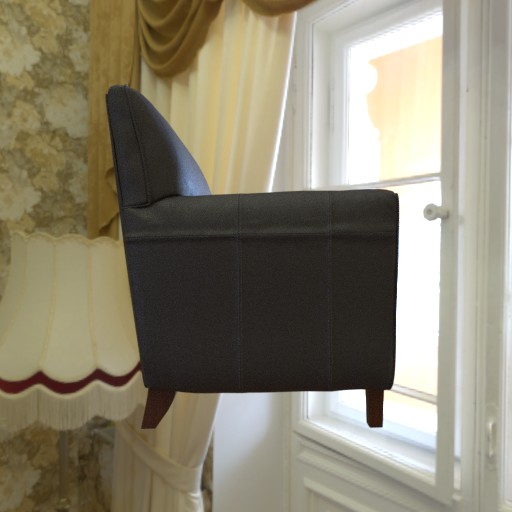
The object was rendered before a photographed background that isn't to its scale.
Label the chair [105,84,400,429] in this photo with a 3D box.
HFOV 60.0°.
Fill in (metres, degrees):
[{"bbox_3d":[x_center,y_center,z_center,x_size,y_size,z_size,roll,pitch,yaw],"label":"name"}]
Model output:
[{"bbox_3d":[0.000,0.000,1.591,0.825,0.943,0.870,0,1,0],"label":"chair"}]
